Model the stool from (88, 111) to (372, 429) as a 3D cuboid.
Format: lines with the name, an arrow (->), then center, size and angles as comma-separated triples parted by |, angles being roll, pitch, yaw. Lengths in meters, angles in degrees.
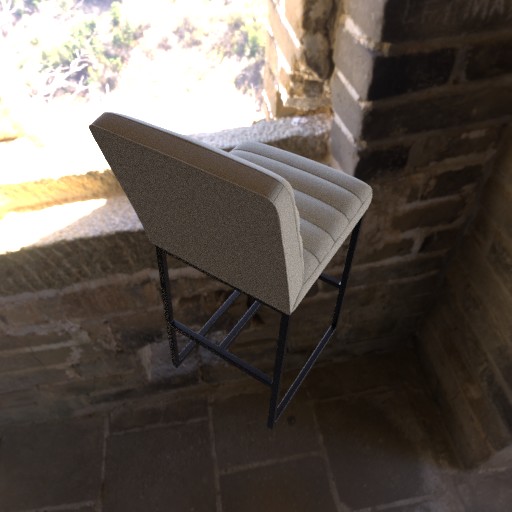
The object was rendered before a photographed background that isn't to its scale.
stool -> 0.000, 0.000, 1.324 | 0.460, 1.040, 0.560 | 26, 52, 22
